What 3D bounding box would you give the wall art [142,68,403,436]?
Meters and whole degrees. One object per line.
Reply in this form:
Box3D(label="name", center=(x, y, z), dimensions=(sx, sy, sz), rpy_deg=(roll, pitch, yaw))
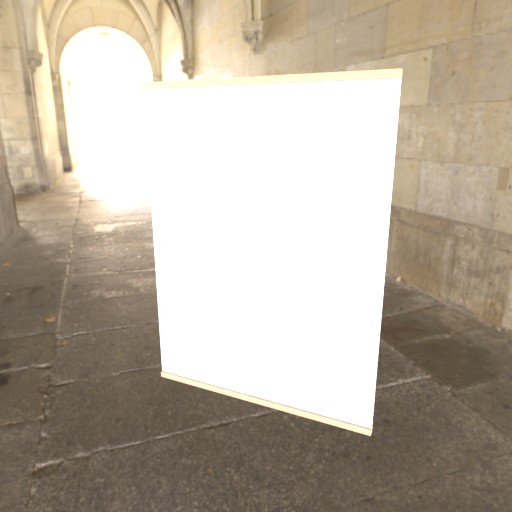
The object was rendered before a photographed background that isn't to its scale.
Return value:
Box3D(label="wall art", center=(0.000, 0.000, 0.807), dimensions=(0.459, 0.608, 0.012), rpy_deg=(8, 18, 24))
